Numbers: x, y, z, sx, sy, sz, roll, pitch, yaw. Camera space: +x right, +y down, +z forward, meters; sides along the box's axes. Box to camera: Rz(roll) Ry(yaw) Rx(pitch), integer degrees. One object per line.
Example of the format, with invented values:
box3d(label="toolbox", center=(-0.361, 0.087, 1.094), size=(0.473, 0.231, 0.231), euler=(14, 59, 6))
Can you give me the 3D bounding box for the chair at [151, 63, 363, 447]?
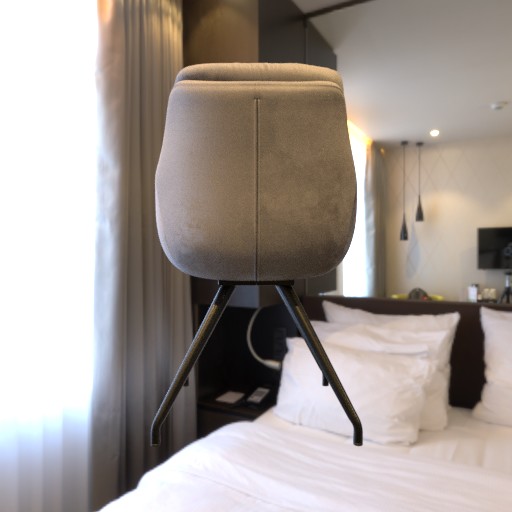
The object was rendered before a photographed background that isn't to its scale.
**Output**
box3d(label="chair", center=(0.000, 0.000, 1.256), size=(0.579, 0.888, 0.569), euler=(0, 0, 0))
